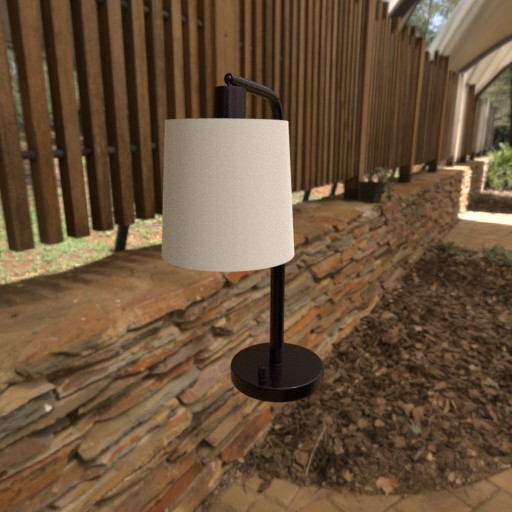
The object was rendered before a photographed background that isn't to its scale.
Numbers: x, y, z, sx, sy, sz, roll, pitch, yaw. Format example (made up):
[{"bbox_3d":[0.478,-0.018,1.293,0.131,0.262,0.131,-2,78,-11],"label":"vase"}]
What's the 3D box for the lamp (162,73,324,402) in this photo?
[{"bbox_3d":[0.000,0.000,0.656,0.171,0.489,0.333,8,17,25],"label":"lamp"}]
